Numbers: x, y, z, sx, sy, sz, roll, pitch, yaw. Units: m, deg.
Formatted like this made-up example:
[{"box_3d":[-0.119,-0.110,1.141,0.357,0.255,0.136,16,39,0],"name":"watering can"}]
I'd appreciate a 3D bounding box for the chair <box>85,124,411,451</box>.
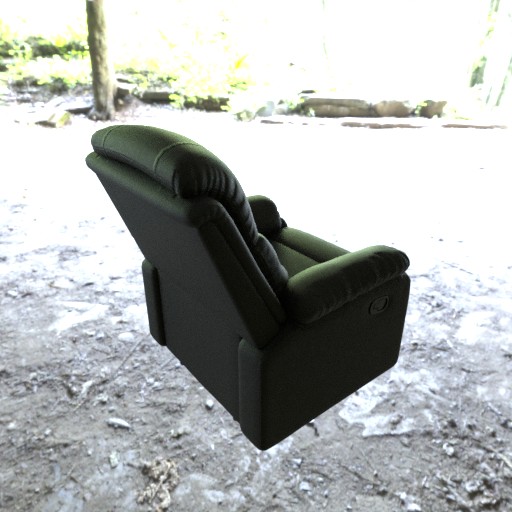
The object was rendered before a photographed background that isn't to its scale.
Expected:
[{"box_3d":[0.000,0.000,1.627,0.919,0.992,0.855,-19,32,-33],"name":"chair"}]
